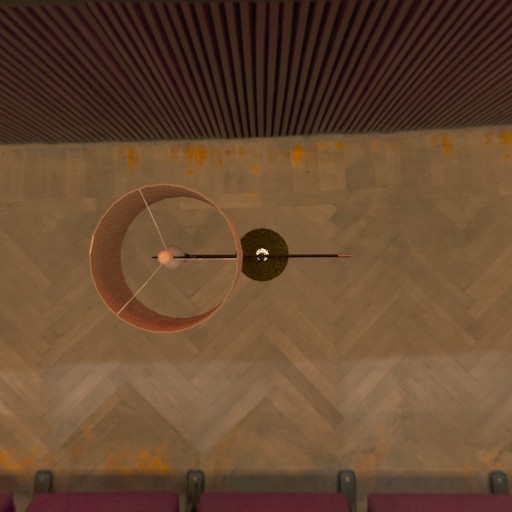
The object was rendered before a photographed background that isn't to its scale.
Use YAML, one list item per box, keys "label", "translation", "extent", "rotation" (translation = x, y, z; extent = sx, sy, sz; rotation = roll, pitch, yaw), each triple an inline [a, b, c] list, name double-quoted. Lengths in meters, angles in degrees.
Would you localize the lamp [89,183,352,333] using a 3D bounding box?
- label: "lamp"
  translation: [0.000, 0.000, 1.912]
  extent: [0.809, 1.635, 0.373]
  rotation: [0, 90, 1]
